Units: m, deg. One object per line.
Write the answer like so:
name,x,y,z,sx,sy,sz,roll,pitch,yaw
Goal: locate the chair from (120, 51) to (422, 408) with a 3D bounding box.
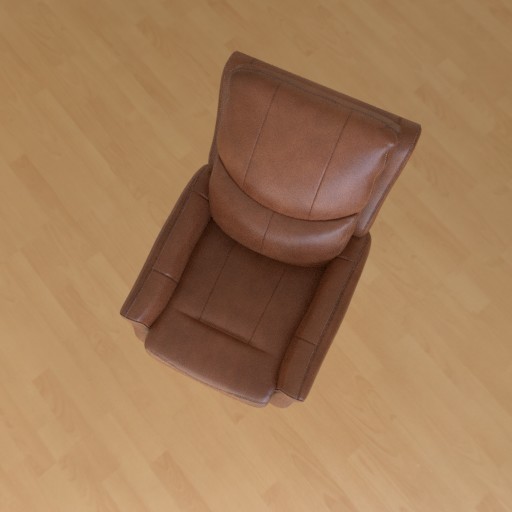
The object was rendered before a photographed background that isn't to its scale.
chair,0.000,0.000,1.740,0.821,1.016,1.072,24,78,6
